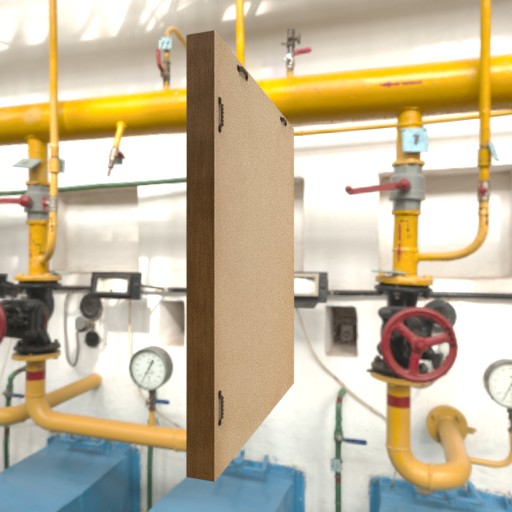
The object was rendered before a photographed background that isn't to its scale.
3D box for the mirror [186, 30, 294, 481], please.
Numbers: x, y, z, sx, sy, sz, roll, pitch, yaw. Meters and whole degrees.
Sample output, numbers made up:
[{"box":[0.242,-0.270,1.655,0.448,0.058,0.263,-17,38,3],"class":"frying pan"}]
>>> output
[{"box":[0.000,0.000,0.696,0.041,0.508,0.405,0,0,18],"class":"mirror"}]
